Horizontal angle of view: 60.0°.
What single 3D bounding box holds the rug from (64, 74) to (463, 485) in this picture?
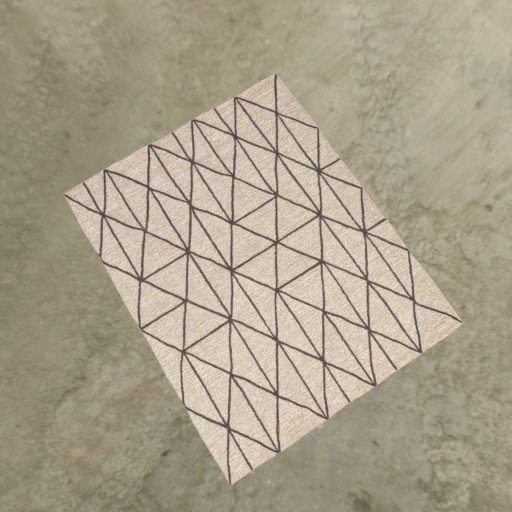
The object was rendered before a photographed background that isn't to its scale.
[{"bbox_3d":[0.000,0.000,4.095,2.468,0.022,3.061,-32,78,-8],"label":"rug"}]
